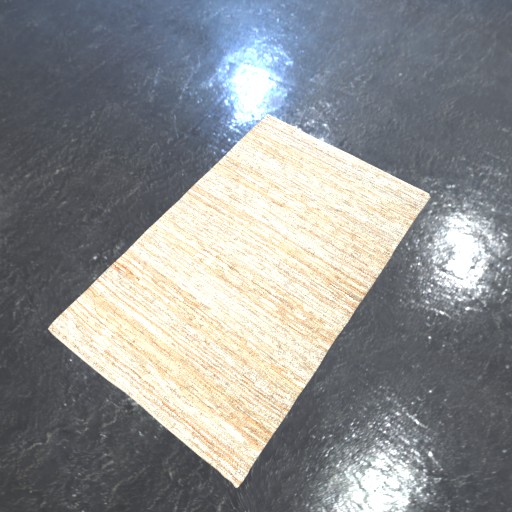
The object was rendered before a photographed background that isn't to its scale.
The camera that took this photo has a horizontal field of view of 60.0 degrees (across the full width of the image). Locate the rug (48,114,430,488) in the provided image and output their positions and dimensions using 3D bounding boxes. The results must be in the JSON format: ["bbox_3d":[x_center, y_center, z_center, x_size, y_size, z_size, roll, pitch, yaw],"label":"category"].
[{"bbox_3d":[0.000,0.000,3.084,1.529,0.009,2.446,32,64,18],"label":"rug"}]
